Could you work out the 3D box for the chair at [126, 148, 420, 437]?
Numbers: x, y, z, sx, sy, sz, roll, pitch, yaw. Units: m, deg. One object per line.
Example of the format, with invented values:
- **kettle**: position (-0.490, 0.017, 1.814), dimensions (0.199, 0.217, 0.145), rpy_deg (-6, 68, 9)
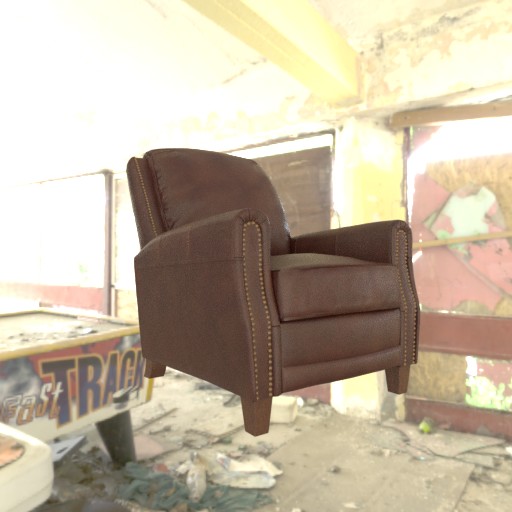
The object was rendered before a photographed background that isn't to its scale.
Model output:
- **chair**: position (0.000, 0.000, 1.840), dimensions (0.826, 1.022, 1.089), rpy_deg (0, 0, -35)
